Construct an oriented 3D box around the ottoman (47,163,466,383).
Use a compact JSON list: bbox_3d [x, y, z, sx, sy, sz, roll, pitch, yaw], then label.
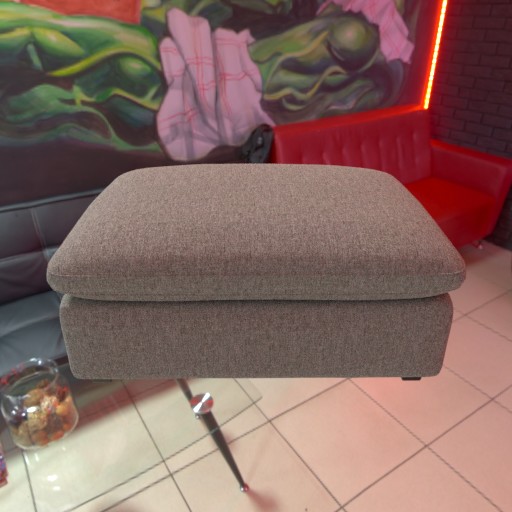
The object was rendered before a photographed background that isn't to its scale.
[{"bbox_3d":[0.000,0.000,1.333,0.977,0.451,0.694,0,29,0],"label":"ottoman"}]
